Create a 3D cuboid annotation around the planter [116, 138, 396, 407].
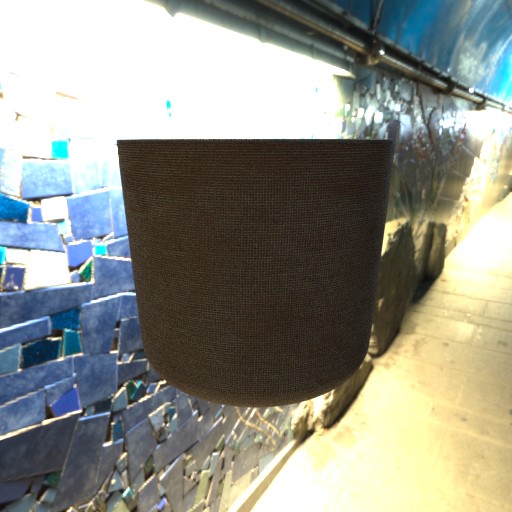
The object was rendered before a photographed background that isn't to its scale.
[{"bbox_3d":[0.000,0.000,0.780,0.440,0.398,0.440,0,15,0],"label":"planter"}]
